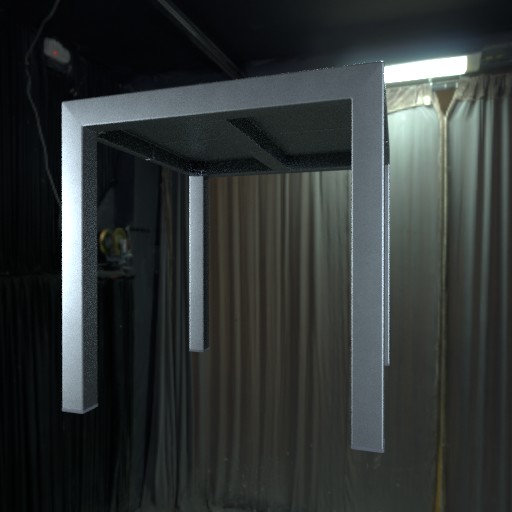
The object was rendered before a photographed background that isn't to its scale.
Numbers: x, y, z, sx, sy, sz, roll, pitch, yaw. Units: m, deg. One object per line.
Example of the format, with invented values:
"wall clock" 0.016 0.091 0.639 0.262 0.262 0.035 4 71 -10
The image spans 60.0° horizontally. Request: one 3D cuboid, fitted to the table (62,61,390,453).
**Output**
"table" 0.000 0.000 0.890 0.508 0.508 0.508 0 0 18
